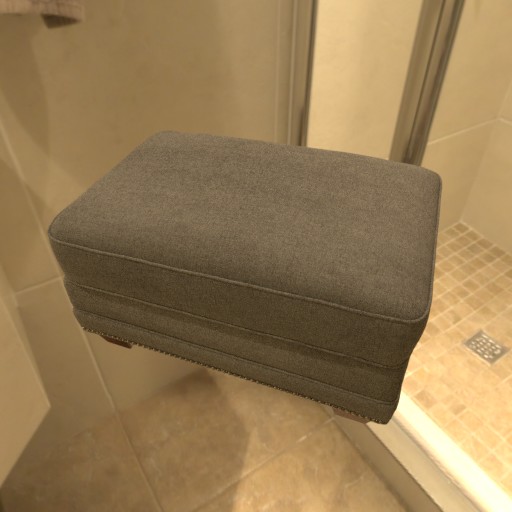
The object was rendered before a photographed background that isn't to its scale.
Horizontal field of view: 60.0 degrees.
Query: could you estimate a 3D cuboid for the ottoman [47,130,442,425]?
[{"bbox_3d":[0.000,0.000,1.134,0.813,0.457,0.561,13,42,15],"label":"ottoman"}]
